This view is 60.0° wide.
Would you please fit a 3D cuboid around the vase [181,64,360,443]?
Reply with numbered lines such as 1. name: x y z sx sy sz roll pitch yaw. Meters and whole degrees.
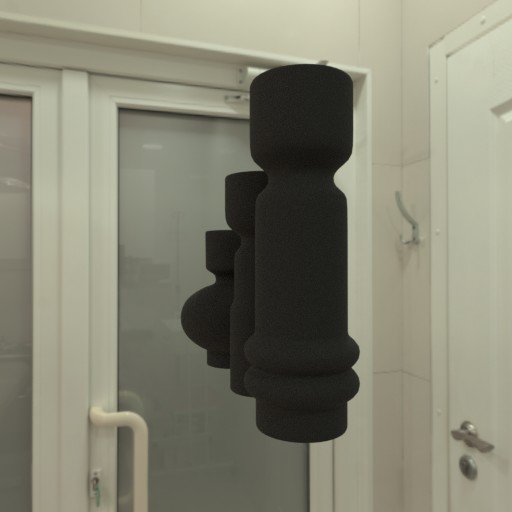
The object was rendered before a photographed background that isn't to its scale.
1. vase: 0.000 0.000 0.430 0.120 0.249 0.307 0 -1 -17
